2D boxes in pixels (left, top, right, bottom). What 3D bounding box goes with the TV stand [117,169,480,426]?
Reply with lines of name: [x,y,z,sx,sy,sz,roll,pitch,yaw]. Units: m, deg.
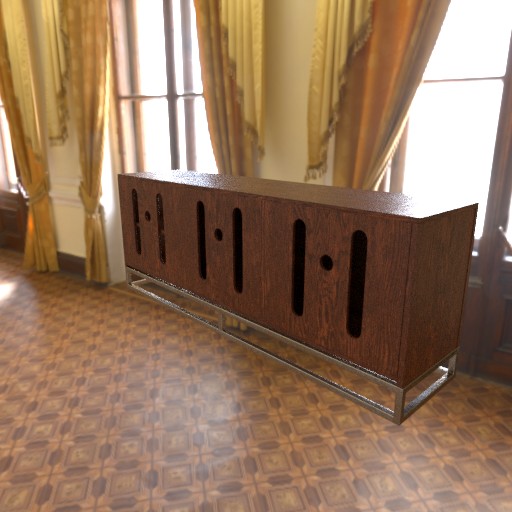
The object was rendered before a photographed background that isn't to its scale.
TV stand: [0.000,0.000,1.798,0.382,0.578,1.541,-14,21,-41]
